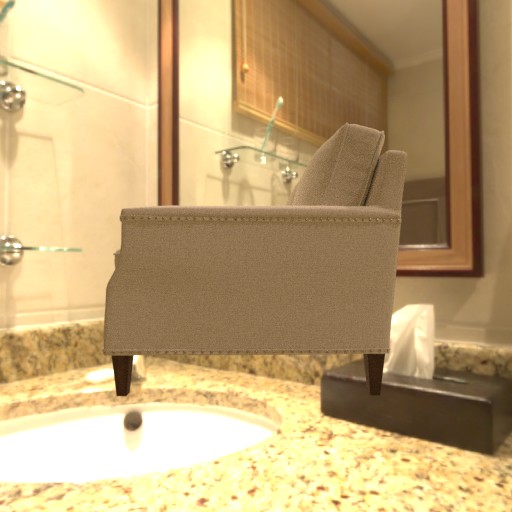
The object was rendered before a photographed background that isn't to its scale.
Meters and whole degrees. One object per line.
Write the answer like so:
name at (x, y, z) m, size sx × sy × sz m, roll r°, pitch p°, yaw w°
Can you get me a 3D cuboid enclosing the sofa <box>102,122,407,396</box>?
sofa at (0.000, 0.000, 2.298) m, size 1.084 × 1.003 × 1.597 m, roll 0°, pitch -1°, yaw -1°
